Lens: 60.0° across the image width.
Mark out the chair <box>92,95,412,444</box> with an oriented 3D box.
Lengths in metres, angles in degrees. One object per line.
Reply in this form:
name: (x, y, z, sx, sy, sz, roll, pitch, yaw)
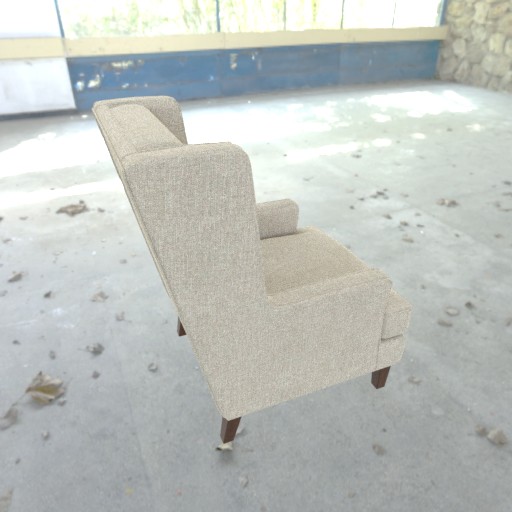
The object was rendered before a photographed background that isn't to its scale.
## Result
chair: (0.000, 0.000, 1.685, 0.948, 1.082, 0.764, -12, 32, -20)
